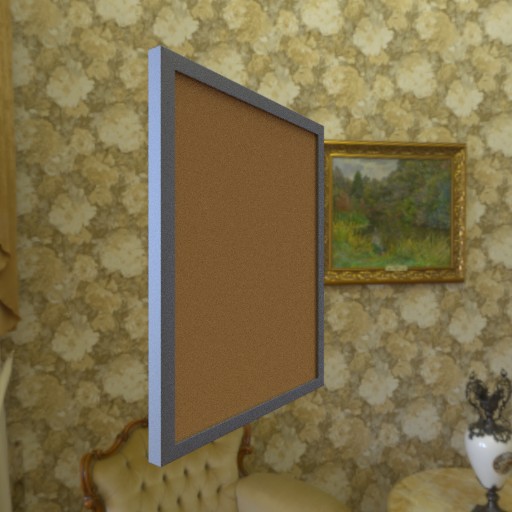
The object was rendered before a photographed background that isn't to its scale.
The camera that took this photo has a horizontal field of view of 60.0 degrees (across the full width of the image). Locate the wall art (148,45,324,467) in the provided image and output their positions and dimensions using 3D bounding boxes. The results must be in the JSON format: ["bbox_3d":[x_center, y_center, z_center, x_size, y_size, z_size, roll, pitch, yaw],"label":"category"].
[{"bbox_3d":[0.000,0.000,0.777,0.029,0.558,0.458,0,0,36],"label":"wall art"}]
